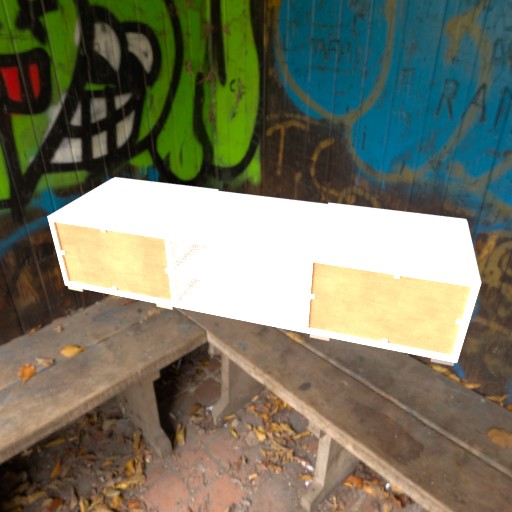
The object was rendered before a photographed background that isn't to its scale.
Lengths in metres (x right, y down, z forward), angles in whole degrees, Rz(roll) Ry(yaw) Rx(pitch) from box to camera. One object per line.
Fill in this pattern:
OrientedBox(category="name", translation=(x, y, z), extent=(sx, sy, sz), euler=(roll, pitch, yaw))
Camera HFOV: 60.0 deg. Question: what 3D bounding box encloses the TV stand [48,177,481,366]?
OrientedBox(category="TV stand", translation=(0.000, 0.000, 1.622), extent=(1.400, 0.310, 0.420), euler=(9, 31, 15))
